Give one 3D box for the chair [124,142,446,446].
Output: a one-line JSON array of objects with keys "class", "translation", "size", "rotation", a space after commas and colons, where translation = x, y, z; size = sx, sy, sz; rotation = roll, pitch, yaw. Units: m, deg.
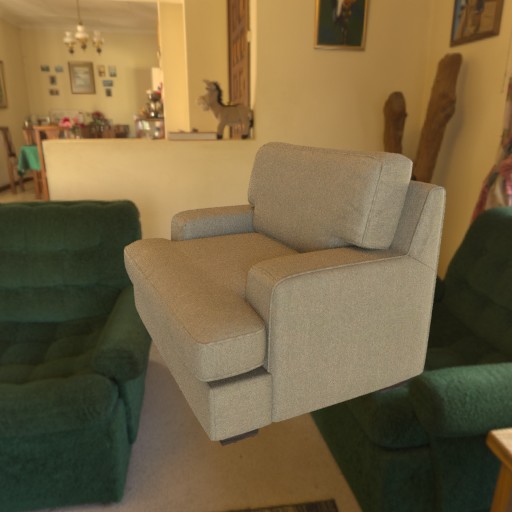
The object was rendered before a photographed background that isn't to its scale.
[{"class": "chair", "translation": [0.000, 0.000, 2.056], "size": [1.043, 0.974, 1.270], "rotation": [-8, 19, -25]}]
